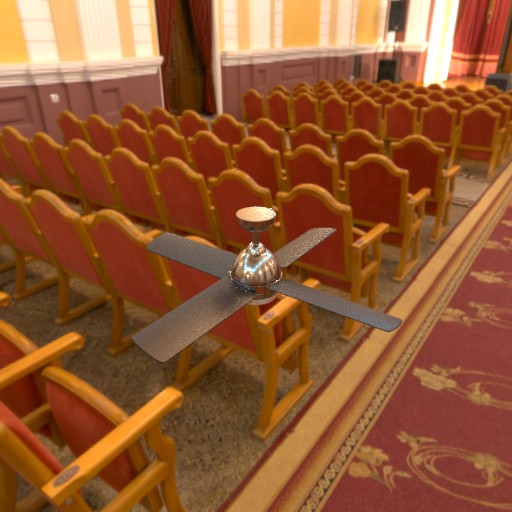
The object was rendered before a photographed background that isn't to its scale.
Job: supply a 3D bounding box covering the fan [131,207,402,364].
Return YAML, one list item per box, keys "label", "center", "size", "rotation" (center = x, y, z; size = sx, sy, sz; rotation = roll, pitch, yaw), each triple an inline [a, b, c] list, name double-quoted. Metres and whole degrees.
- label: "fan"
  center: [0.000, 0.000, 1.979]
  size: [1.332, 0.403, 1.332]
  rotation: [18, 32, 32]
